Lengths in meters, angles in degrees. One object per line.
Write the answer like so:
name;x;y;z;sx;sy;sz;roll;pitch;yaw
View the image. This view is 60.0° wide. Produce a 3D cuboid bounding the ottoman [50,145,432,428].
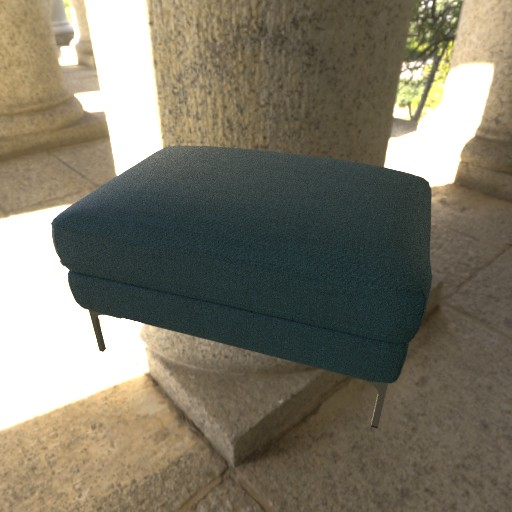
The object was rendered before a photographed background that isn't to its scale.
ottoman;0.000;0.000;1.213;0.856;0.498;0.563;11;34;16
